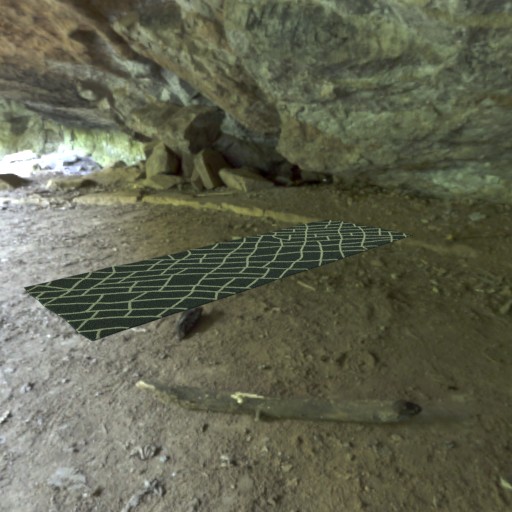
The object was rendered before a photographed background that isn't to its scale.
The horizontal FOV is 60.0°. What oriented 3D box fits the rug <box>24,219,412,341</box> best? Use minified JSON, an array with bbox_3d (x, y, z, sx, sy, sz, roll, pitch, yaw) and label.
[{"bbox_3d":[0.000,0.000,2.743,2.476,0.010,0.807,-15,22,-41],"label":"rug"}]
